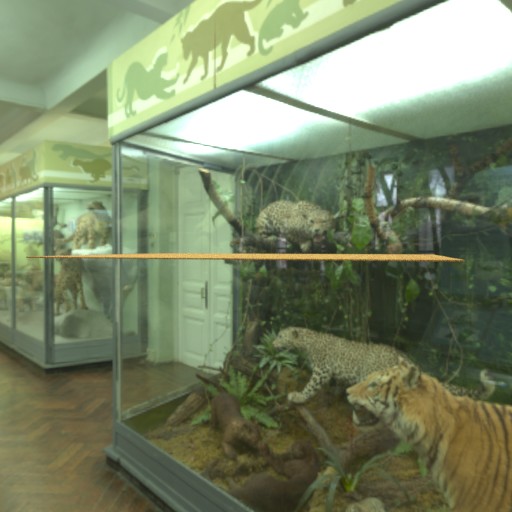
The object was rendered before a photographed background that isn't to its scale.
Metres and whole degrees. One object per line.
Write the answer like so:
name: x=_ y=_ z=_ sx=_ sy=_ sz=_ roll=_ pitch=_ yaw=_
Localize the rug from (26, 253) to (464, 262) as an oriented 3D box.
rug: x=0.000 y=0.000 z=2.213 sx=1.747 sy=0.006 sz=1.143 roll=0 pitch=1 yaw=18
